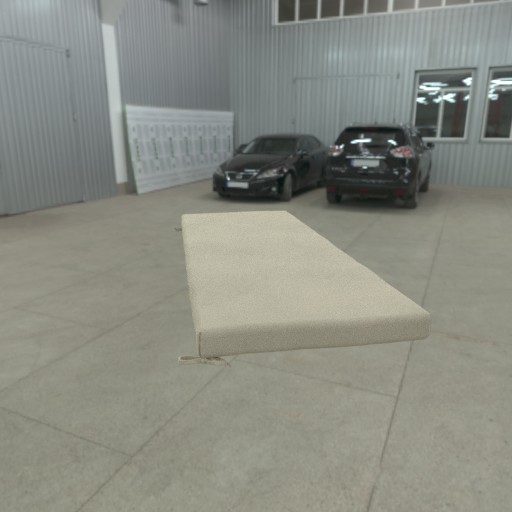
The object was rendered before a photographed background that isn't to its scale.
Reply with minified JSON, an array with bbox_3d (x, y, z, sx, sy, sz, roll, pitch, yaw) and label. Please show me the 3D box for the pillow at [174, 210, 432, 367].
[{"bbox_3d":[0.000,0.000,1.357,0.492,0.081,1.187,-3,16,-10],"label":"pillow"}]
